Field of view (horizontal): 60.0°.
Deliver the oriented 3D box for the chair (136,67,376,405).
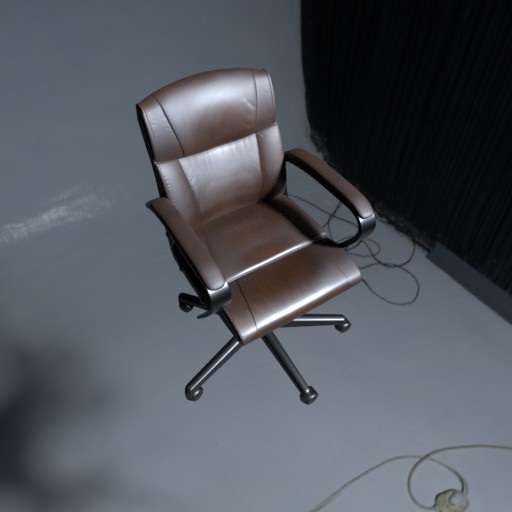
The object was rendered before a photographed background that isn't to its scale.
[{"bbox_3d":[0.000,0.000,1.503,0.739,1.004,0.717,-24,51,-21],"label":"chair"}]
